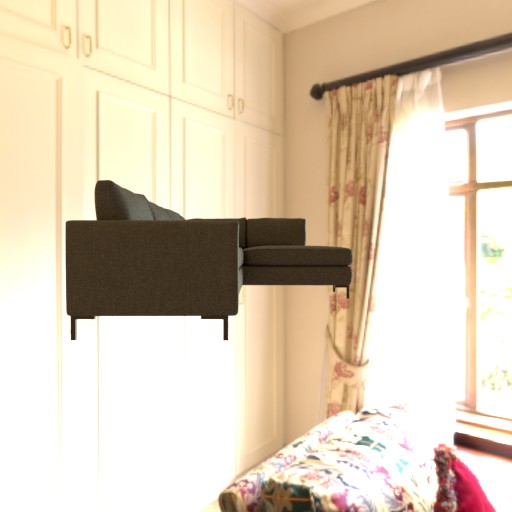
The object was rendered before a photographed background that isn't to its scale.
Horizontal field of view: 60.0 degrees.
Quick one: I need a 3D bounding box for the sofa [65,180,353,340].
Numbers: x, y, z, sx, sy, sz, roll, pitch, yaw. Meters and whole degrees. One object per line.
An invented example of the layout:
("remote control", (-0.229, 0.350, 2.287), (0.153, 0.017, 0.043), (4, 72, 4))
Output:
("sofa", (0.000, 0.000, 3.749), (1.984, 0.858, 2.972), (0, 0, 0))
